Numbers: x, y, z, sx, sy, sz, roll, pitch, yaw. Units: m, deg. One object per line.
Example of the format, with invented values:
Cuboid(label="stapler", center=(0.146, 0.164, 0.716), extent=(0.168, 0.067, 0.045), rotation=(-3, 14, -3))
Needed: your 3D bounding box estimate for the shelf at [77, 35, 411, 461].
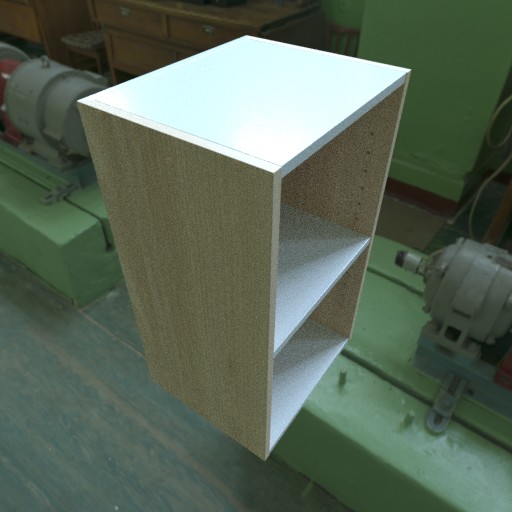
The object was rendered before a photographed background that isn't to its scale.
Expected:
Cuboid(label="shelf", center=(0.000, 0.000, 0.780), extent=(0.290, 0.600, 0.350), rotation=(25, 47, 26))
